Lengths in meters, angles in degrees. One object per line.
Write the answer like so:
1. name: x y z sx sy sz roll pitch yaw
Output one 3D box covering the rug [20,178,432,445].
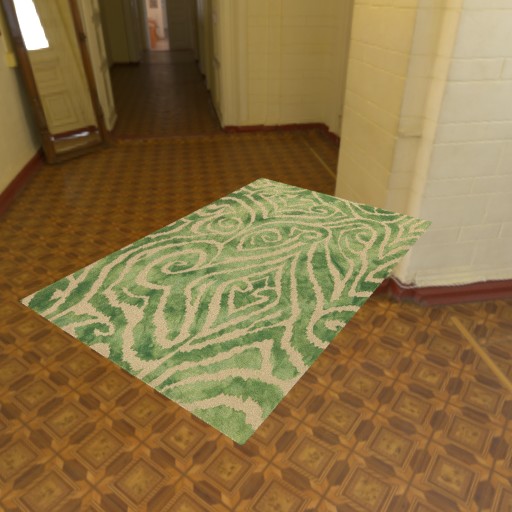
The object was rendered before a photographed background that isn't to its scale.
1. rug: 0.000 0.000 2.257 1.220 0.006 1.826 20 36 30
